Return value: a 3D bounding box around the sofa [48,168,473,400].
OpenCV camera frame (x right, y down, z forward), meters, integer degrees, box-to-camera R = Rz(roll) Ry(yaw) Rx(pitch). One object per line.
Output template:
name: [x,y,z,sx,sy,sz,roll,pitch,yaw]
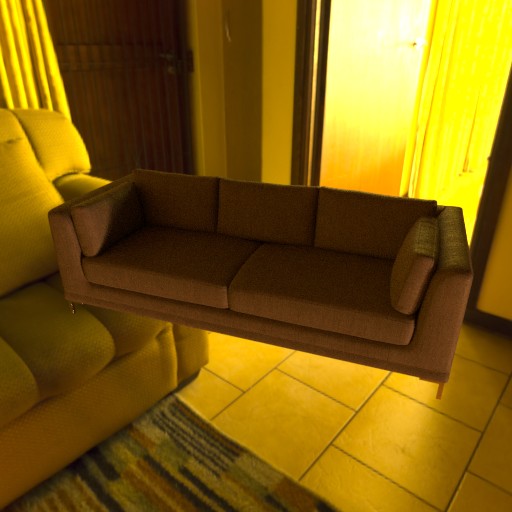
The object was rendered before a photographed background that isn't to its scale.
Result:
sofa: [0.000,0.000,2.878,2.415,0.867,0.969,9,27,18]
